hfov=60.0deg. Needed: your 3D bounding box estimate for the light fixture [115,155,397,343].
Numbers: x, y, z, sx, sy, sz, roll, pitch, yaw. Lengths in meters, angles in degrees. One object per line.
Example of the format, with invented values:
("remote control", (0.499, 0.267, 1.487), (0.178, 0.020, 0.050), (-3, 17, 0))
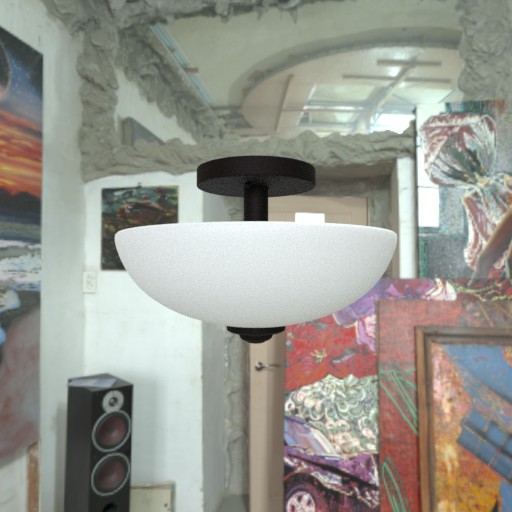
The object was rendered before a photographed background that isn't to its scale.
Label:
("light fixture", (0.000, 0.000, 0.544), (0.331, 0.212, 0.331), (0, -2, 0))
